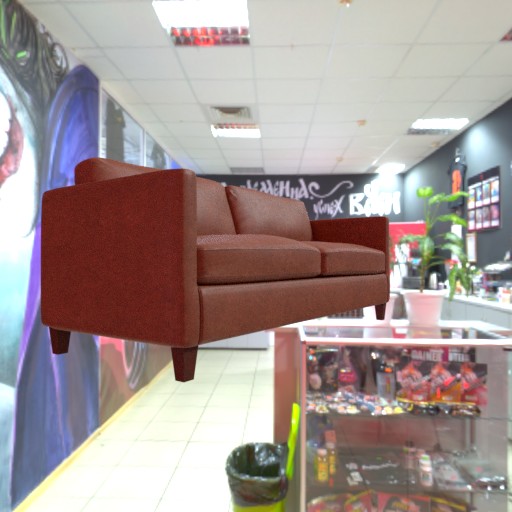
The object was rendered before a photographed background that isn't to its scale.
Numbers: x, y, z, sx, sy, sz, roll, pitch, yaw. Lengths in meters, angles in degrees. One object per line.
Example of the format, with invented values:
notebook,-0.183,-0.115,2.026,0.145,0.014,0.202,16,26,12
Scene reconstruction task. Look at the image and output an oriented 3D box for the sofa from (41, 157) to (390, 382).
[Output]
sofa,0.000,0.000,2.687,0.950,0.932,2.204,0,-1,35
